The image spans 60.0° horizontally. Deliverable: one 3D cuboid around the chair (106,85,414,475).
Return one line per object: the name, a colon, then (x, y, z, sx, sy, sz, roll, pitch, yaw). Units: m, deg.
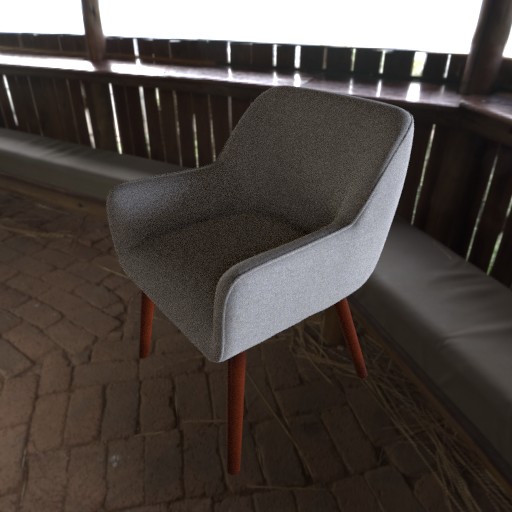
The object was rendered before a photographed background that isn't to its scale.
chair: (0.000, 0.000, 1.243, 0.610, 0.813, 0.610, -21, 36, -32)
